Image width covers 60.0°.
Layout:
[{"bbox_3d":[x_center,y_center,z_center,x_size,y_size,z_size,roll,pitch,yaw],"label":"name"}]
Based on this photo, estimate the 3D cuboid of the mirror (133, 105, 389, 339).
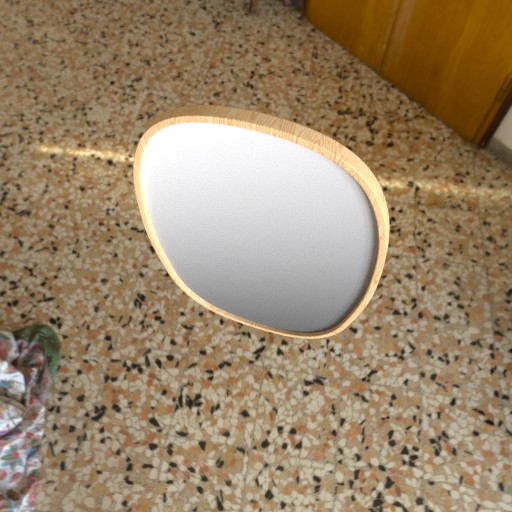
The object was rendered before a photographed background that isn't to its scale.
[{"bbox_3d":[0.000,0.000,1.347,0.724,1.075,0.037,16,60,9],"label":"mirror"}]
